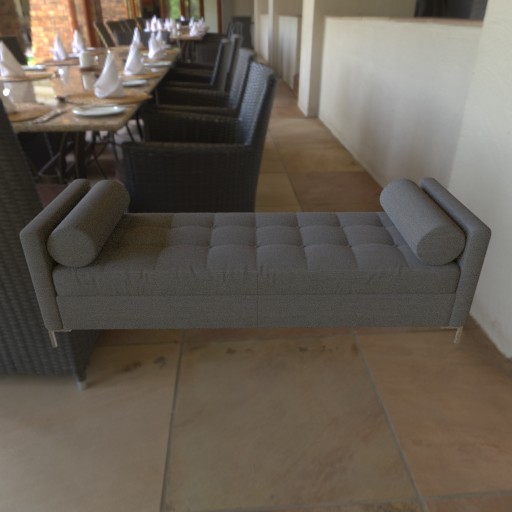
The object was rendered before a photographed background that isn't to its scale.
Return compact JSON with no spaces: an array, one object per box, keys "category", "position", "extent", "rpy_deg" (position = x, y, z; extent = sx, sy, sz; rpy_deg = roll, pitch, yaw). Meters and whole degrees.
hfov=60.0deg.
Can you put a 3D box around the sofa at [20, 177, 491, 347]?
[{"category":"sofa","position":[0.000,0.000,2.283],"extent":[1.981,0.635,0.686],"rpy_deg":[0,29,-1]}]
